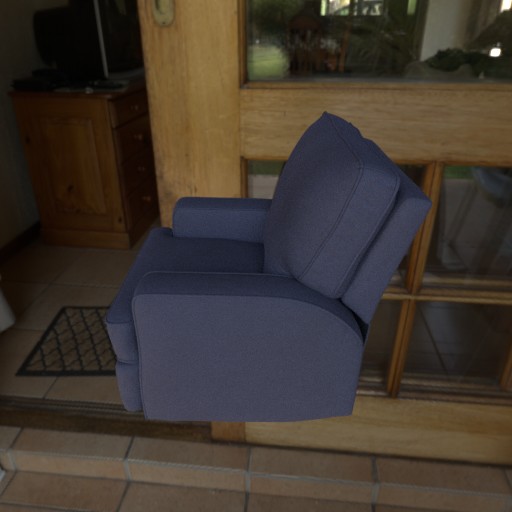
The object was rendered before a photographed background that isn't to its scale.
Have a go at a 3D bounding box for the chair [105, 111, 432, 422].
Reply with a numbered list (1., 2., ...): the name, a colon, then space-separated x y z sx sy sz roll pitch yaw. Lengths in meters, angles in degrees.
1. chair: 0.000 0.000 1.687 0.964 0.962 0.861 0 27 0
